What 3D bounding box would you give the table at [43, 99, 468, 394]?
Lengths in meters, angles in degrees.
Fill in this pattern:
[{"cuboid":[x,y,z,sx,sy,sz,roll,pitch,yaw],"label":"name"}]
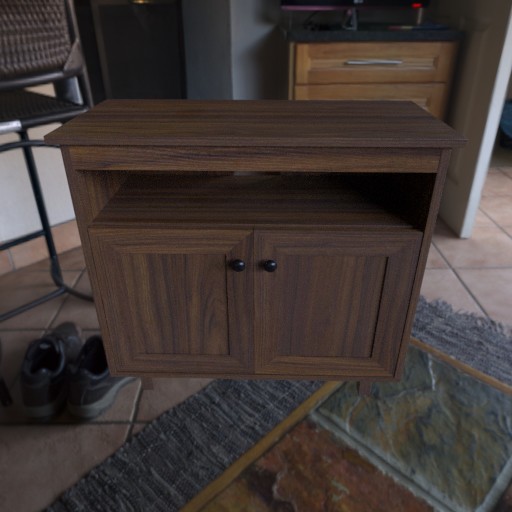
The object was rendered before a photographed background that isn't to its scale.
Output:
[{"cuboid":[0.000,0.000,1.177,0.802,0.725,0.390,1,30,1],"label":"table"}]
